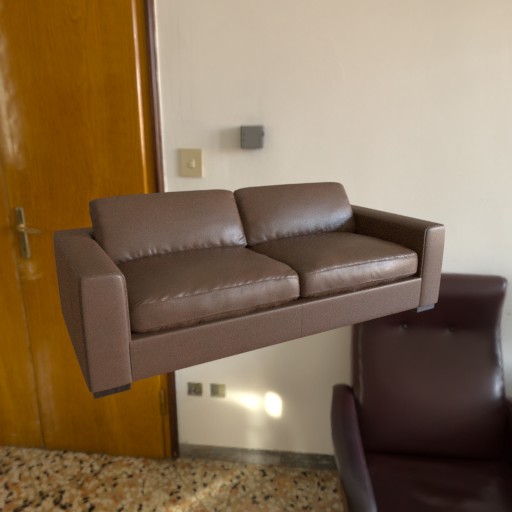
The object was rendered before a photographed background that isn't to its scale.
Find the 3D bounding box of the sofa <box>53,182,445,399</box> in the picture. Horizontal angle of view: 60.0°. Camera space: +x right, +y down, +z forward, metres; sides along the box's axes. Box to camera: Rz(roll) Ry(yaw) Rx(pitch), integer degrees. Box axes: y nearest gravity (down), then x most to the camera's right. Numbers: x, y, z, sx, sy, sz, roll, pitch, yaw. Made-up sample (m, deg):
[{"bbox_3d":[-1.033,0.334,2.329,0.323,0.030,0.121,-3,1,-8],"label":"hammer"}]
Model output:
[{"bbox_3d":[0.000,0.000,2.820,2.262,0.801,1.070,-9,18,-28],"label":"sofa"}]
